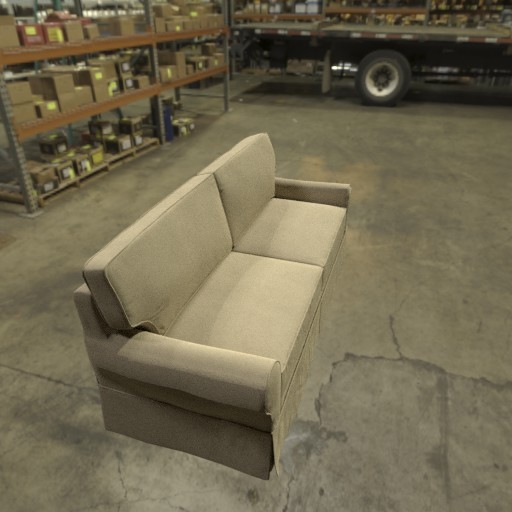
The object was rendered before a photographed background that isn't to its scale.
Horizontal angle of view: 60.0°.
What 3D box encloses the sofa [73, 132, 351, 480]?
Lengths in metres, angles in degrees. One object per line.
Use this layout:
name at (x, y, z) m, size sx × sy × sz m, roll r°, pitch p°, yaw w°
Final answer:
sofa at (0.000, 0.000, 2.701) m, size 0.900 × 1.014 × 2.246 m, roll 10°, pitch 31°, yaw 16°
